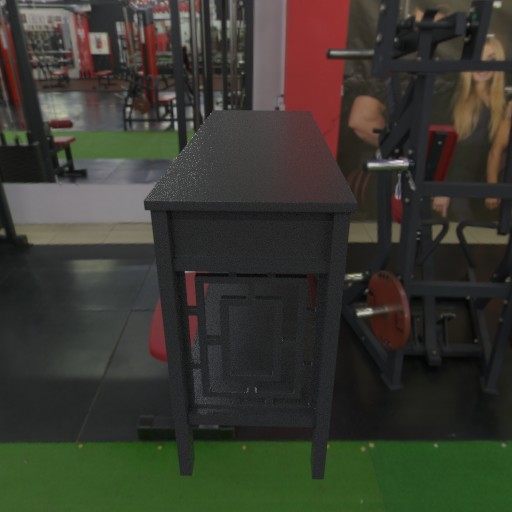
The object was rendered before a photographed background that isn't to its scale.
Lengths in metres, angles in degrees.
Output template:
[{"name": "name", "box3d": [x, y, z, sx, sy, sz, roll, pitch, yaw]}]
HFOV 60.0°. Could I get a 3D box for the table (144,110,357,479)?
[{"name": "table", "box3d": [0.000, 0.000, 1.443, 0.397, 0.753, 1.068, 1, 27, 2]}]
